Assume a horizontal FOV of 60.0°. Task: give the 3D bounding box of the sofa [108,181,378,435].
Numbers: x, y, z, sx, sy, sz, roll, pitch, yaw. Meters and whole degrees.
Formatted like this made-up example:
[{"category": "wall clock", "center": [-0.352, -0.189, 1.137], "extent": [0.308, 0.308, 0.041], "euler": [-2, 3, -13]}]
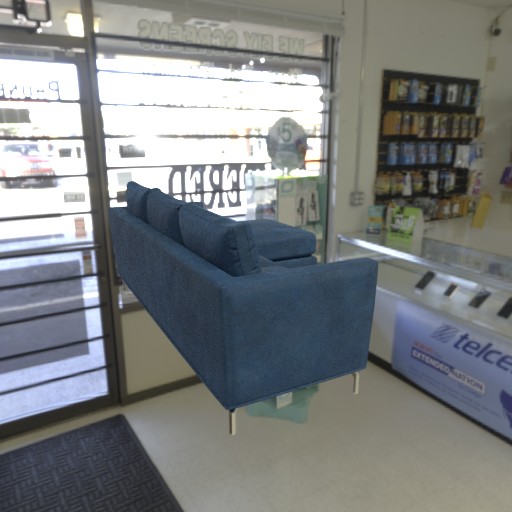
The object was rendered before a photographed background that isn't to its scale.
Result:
[{"category": "sofa", "center": [0.000, 0.000, 3.233], "extent": [1.622, 0.987, 2.438], "euler": [-8, 17, -27]}]
